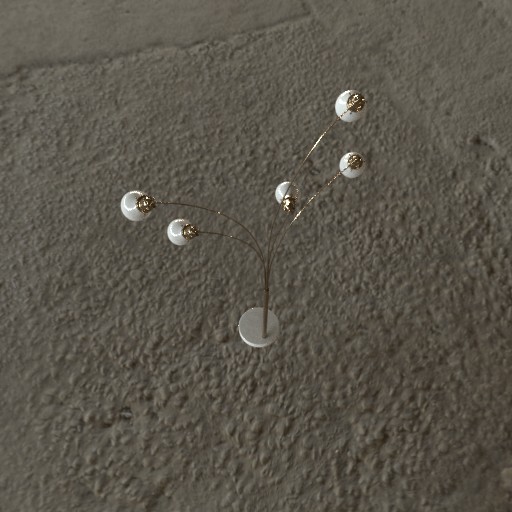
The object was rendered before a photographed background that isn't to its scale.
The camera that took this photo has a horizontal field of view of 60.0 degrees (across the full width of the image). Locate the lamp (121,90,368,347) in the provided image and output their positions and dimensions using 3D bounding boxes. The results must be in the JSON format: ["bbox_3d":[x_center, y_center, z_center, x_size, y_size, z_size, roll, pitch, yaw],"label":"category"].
[{"bbox_3d":[0.000,0.000,2.973,1.405,2.423,0.361,-18,59,-12],"label":"lamp"}]
